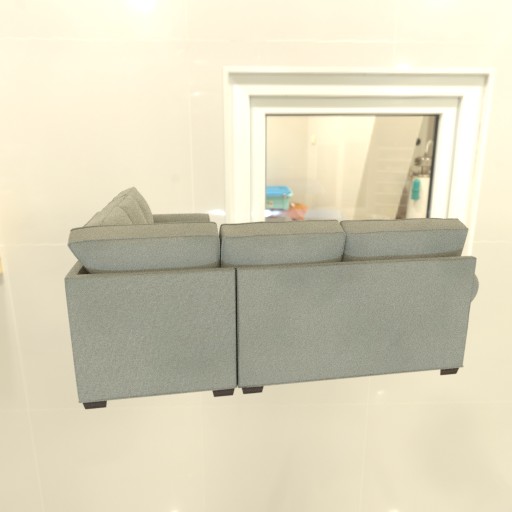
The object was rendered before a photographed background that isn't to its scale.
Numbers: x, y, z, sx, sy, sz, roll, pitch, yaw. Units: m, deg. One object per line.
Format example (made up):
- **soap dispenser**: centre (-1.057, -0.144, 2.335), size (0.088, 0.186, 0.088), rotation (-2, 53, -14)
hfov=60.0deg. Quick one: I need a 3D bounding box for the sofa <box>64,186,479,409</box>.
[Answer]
- **sofa**: centre (0.000, 0.000, 3.799), size (2.487, 1.053, 2.562), rotation (-3, 15, -9)
